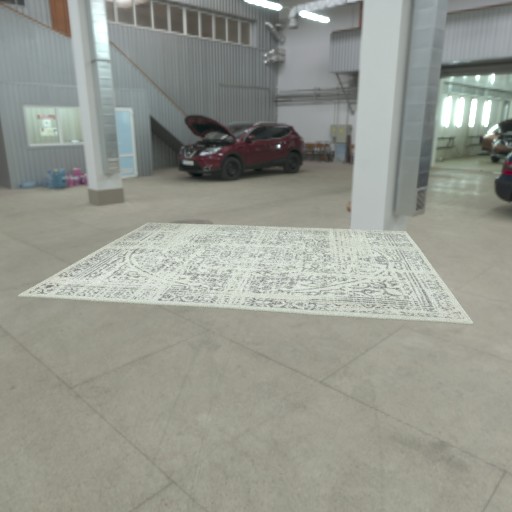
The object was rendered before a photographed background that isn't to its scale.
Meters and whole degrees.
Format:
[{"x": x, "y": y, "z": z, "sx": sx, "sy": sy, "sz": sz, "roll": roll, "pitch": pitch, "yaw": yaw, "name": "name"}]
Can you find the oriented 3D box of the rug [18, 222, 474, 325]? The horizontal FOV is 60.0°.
[{"x": 0.000, "y": 0.000, "z": 3.869, "sx": 2.921, "sy": 0.032, "sz": 2.311, "roll": 2, "pitch": 17, "yaw": 8, "name": "rug"}]
